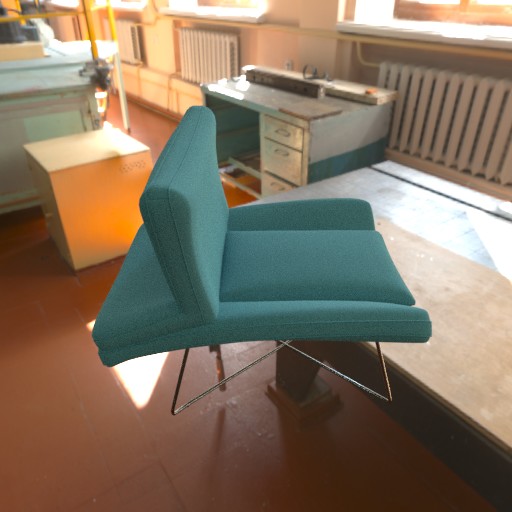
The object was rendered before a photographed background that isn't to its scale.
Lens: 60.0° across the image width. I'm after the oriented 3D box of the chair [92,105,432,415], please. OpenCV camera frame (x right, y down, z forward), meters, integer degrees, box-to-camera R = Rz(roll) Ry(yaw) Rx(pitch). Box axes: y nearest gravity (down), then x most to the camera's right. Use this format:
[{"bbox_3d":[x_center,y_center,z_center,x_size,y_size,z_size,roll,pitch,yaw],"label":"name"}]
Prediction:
[{"bbox_3d":[0.000,0.000,1.569,1.008,0.855,0.859,0,31,0],"label":"chair"}]
